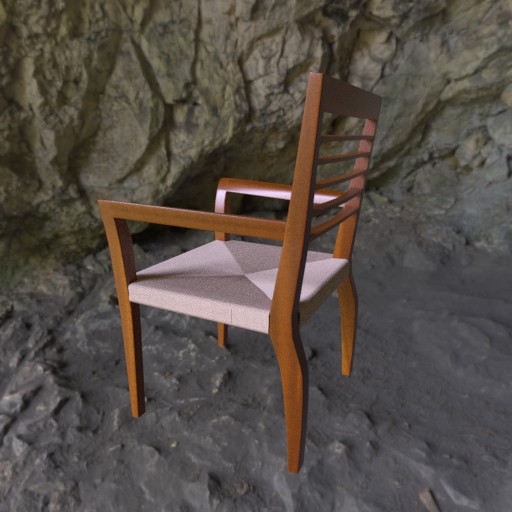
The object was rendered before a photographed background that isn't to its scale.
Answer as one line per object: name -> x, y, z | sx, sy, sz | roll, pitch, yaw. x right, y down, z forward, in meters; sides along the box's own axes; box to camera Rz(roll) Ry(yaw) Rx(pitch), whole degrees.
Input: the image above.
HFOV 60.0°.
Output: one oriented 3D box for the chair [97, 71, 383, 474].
chair -> 0.000, 0.000, 1.218 | 0.540, 0.855, 0.587 | 7, 17, 25
